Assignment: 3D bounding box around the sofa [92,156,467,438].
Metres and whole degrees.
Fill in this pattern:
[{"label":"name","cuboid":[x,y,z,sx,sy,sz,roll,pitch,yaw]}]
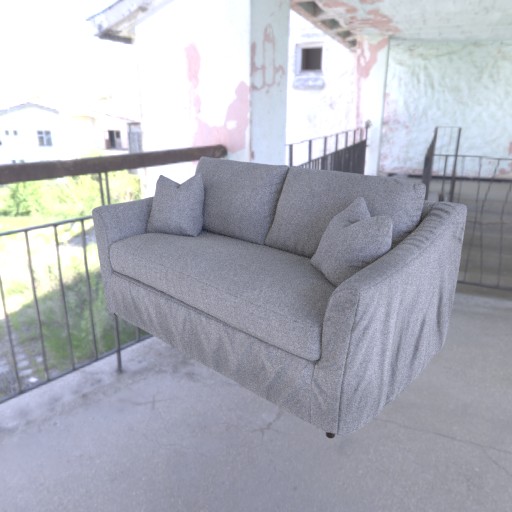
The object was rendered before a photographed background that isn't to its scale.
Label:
[{"label":"sofa","cuboid":[0.000,0.000,2.647,2.010,1.018,1.072,16,24,41]}]
